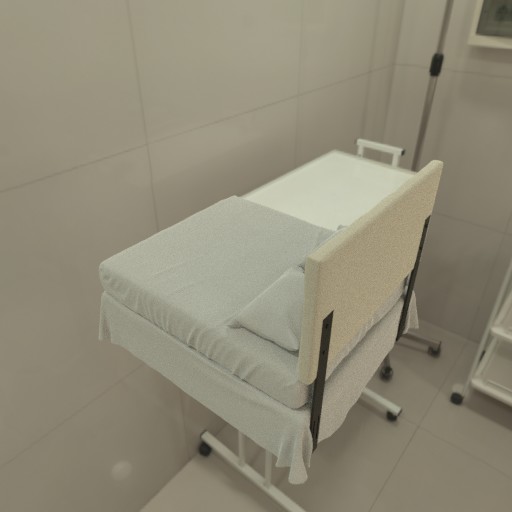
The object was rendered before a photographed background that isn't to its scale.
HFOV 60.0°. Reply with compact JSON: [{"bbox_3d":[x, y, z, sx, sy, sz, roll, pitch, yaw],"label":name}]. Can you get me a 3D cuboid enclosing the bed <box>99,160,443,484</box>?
[{"bbox_3d":[0.000,0.000,3.498,2.222,1.577,1.936,23,40,32],"label":"bed"}]
